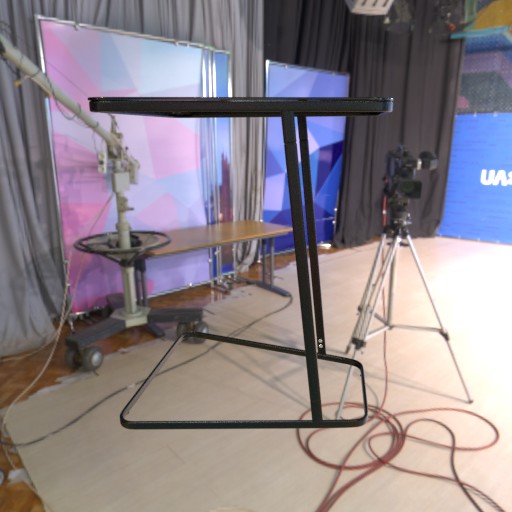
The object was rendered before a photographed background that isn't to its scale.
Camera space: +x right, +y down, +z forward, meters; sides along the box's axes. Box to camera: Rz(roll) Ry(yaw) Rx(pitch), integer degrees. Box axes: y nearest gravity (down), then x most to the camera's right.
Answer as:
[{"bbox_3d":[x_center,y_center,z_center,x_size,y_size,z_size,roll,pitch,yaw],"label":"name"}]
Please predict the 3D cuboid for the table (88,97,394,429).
[{"bbox_3d":[0.000,0.000,0.955,0.500,0.624,0.427,3,16,10],"label":"table"}]
